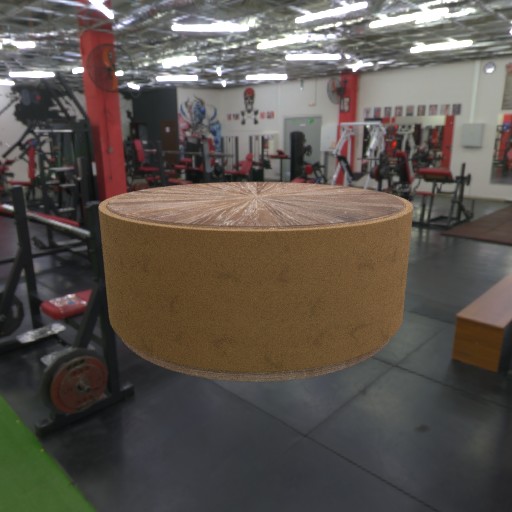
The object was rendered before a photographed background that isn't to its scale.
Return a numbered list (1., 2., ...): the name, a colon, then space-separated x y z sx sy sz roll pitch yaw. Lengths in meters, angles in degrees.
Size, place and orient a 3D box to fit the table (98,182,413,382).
1. table: 0.000 0.000 1.542 1.001 0.409 1.001 0 16 0
